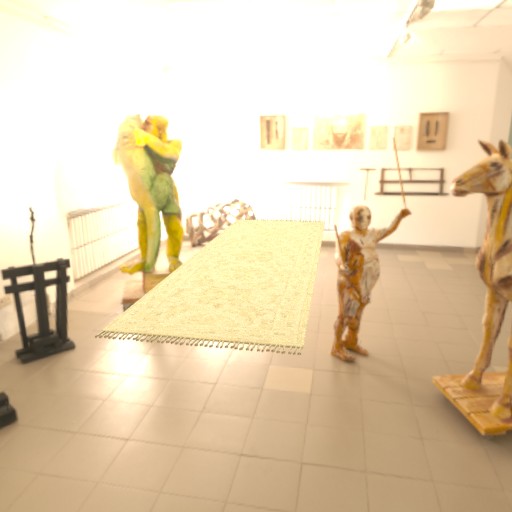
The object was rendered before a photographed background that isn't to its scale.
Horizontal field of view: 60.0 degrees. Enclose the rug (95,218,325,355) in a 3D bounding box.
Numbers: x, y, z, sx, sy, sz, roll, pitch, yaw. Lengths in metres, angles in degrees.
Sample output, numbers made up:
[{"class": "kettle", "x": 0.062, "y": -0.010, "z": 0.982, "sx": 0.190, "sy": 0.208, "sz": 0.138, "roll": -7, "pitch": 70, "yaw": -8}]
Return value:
[{"class": "rug", "x": 0.000, "y": 0.000, "z": 2.834, "sx": 0.795, "sy": 0.015, "sz": 2.544, "roll": 3, "pitch": 15, "yaw": 10}]
